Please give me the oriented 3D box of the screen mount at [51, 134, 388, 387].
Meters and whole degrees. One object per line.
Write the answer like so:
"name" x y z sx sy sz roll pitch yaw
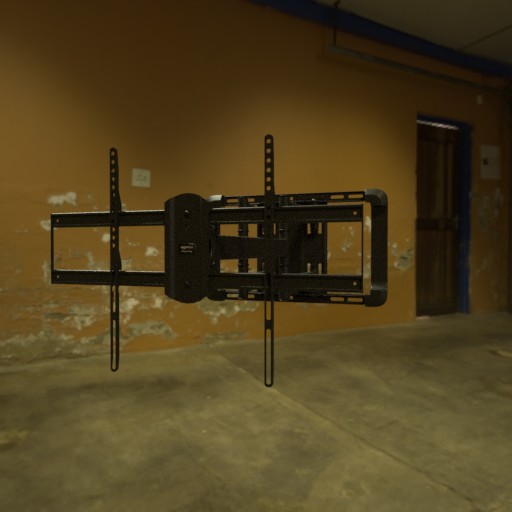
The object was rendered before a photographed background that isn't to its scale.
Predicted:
"screen mount" 0.000 0.000 1.315 0.725 0.483 0.905 0 1 18
